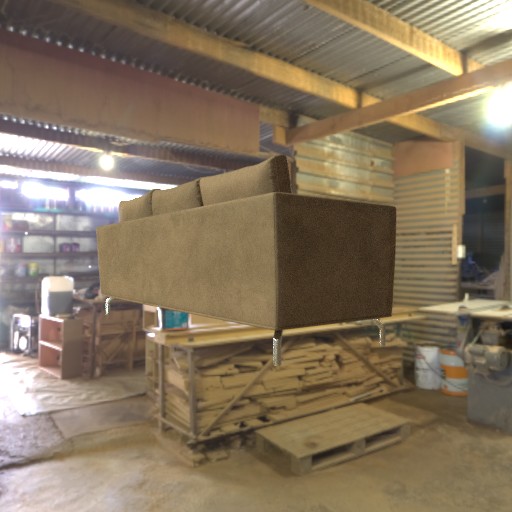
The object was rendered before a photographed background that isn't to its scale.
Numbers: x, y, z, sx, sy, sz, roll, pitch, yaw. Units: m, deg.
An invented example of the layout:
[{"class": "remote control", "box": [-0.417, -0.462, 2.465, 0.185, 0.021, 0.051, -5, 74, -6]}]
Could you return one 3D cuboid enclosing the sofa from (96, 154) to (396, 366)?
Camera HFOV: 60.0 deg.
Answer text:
[{"class": "sofa", "box": [0.000, 0.000, 3.306, 1.622, 0.987, 2.438, 0, -1, -37]}]
